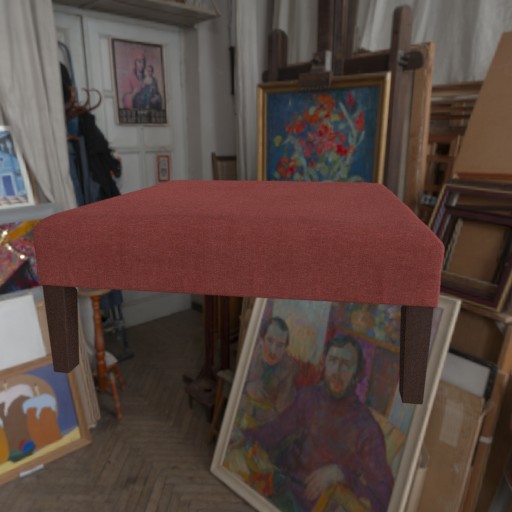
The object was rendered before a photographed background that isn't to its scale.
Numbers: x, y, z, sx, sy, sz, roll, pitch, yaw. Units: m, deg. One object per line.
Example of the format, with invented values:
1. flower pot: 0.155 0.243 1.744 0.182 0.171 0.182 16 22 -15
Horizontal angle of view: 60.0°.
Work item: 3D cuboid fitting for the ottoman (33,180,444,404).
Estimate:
1. ottoman: 0.000 0.000 1.385 0.890 0.411 0.889 2 15 9
